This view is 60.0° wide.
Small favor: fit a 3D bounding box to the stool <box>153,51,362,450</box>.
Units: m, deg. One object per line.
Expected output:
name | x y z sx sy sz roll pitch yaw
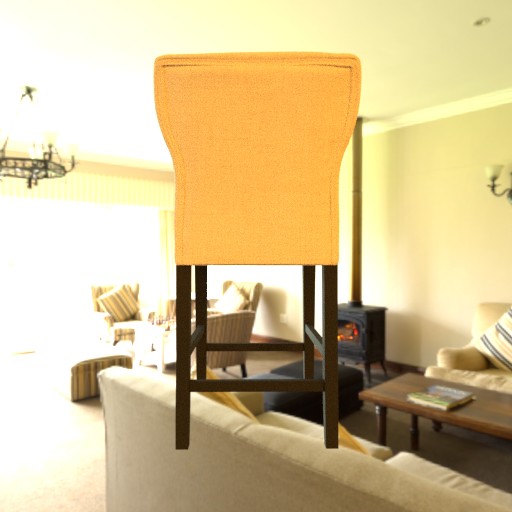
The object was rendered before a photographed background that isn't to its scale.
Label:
stool | 0.000 0.000 1.330 0.514 0.972 0.603 0 1 -1
